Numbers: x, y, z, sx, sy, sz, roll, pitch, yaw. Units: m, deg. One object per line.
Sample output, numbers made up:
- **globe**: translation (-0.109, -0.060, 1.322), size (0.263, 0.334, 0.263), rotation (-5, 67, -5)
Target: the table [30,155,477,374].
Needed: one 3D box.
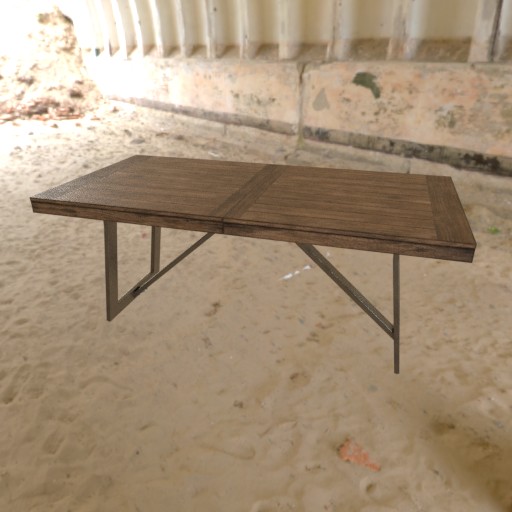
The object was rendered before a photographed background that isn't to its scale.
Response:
- **table**: translation (0.000, 0.000, 2.335), size (1.867, 0.757, 0.931), rotation (7, 26, 15)
